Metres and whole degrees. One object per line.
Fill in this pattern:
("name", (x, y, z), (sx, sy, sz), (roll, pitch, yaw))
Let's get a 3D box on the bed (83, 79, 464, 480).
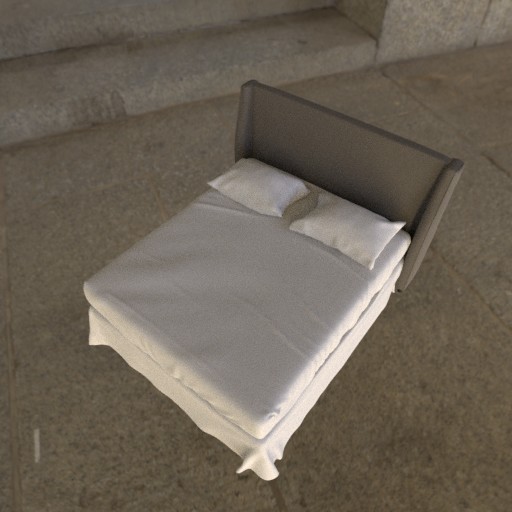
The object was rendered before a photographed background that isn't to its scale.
("bed", (0.000, 0.000, 3.340), (1.925, 1.332, 2.276), (31, 56, 24))
